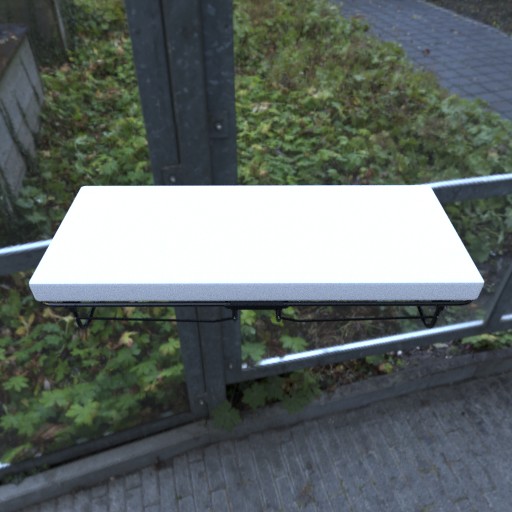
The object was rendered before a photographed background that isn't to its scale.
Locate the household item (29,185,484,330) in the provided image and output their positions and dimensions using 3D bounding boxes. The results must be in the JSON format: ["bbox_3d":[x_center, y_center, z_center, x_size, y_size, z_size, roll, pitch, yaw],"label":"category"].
[{"bbox_3d":[0.000,0.000,2.186,1.905,0.356,0.787,0,41,0],"label":"household item"}]
